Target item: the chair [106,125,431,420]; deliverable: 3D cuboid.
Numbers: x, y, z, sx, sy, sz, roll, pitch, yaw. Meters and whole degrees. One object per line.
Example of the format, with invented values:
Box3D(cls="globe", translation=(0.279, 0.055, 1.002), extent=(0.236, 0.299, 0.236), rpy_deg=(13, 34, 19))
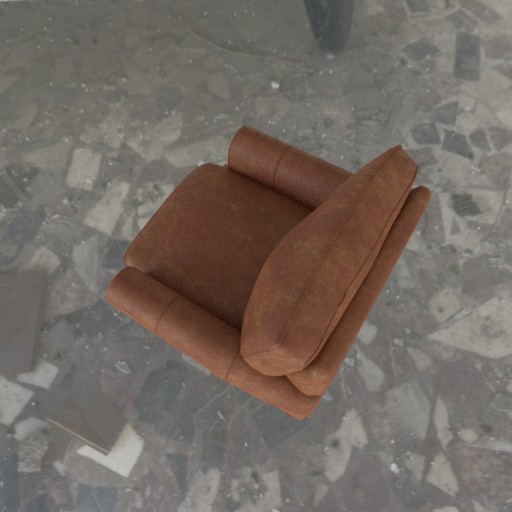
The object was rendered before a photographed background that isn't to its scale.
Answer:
Box3D(cls="chair", translation=(0.000, 0.000, 1.795), extent=(0.986, 0.962, 0.983), rpy_deg=(29, 66, 14))
